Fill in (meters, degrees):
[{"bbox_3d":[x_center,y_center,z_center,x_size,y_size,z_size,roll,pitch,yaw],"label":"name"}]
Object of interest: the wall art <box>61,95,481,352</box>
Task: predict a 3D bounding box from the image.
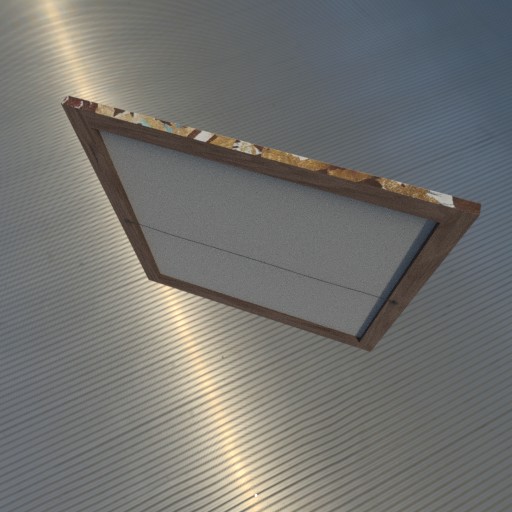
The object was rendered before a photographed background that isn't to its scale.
[{"bbox_3d":[0.000,0.000,1.099,0.757,0.762,0.028,17,63,9],"label":"wall art"}]
